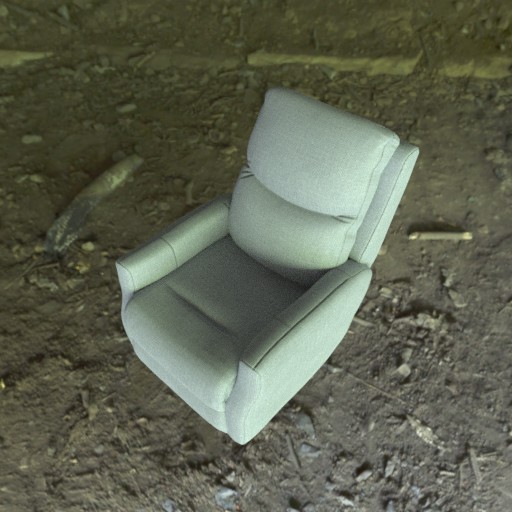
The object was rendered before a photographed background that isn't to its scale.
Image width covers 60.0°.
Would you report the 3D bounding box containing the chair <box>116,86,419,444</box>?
[{"bbox_3d":[0.000,0.000,1.838,0.829,1.030,1.080,32,55,27],"label":"chair"}]
